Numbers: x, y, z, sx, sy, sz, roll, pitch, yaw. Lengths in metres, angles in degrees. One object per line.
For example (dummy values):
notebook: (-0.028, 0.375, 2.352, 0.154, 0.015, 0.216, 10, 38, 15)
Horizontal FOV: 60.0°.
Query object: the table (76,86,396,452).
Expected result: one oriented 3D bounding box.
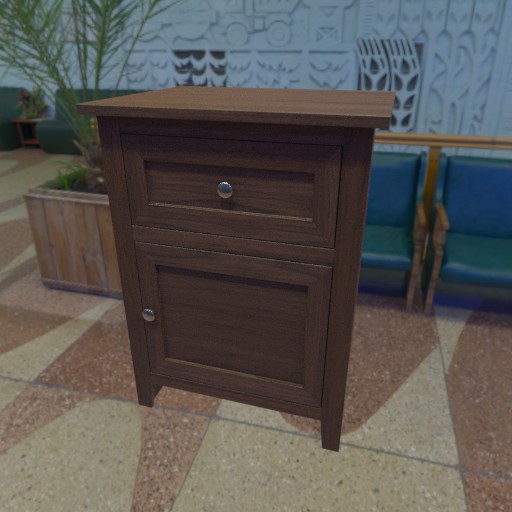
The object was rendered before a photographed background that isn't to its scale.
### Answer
table: (0.000, 0.000, 0.936, 0.480, 0.636, 0.381, 7, 26, 15)
